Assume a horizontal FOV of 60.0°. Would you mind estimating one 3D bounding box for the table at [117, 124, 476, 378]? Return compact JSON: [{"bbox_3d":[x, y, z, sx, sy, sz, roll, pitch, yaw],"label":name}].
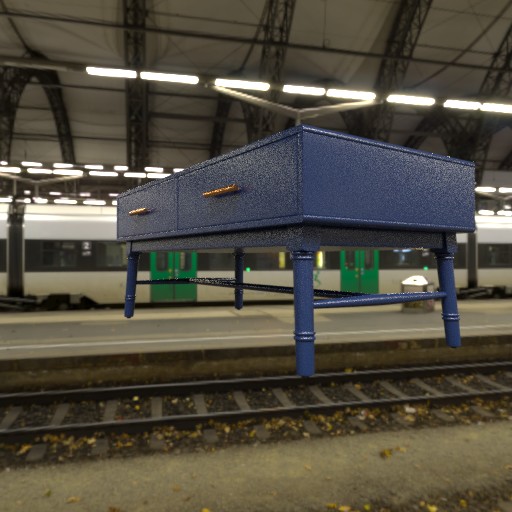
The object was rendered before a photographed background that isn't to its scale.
[{"bbox_3d":[0.000,0.000,1.362,0.572,0.457,1.067,0,0,-34],"label":"table"}]
